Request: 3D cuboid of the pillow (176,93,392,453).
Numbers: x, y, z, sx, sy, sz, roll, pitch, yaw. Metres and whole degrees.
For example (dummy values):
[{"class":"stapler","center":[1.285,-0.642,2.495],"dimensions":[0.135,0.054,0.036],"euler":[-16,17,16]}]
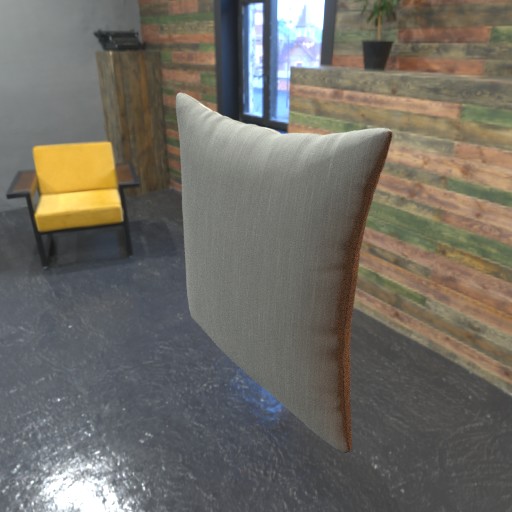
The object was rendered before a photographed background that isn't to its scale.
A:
[{"class":"pillow","center":[0.000,0.000,0.787],"dimensions":[0.161,0.509,0.511],"euler":[-17,31,-32]}]
